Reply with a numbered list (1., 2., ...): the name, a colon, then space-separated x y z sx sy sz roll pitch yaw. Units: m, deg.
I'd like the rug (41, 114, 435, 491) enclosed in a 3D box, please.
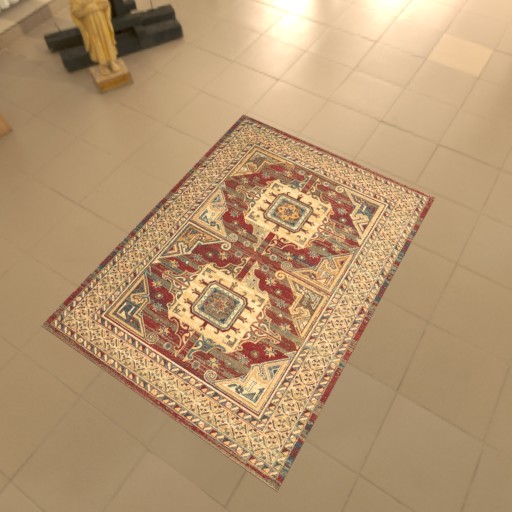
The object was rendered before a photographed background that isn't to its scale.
1. rug: 0.000 0.000 4.217 2.381 0.013 3.197 28 62 17
